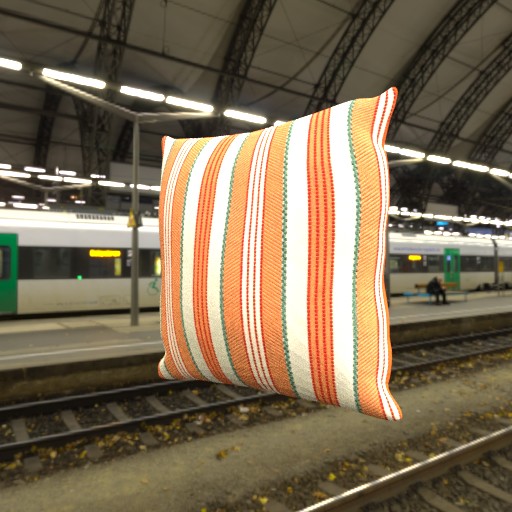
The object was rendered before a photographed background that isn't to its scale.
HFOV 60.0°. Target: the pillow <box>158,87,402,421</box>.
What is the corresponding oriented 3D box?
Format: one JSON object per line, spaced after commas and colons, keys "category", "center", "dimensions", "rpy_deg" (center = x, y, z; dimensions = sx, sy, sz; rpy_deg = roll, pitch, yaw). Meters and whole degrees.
{"category": "pillow", "center": [0.000, 0.000, 0.685], "dimensions": [0.440, 0.441, 0.182], "rpy_deg": [-1, -2, 35]}
